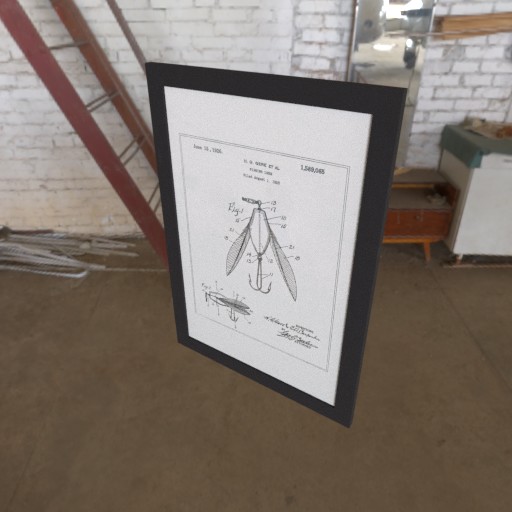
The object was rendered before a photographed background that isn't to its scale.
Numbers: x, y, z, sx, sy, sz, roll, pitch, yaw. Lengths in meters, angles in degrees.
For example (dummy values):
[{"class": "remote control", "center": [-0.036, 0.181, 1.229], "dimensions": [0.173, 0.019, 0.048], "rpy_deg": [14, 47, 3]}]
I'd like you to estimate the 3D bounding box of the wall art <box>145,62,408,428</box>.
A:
[{"class": "wall art", "center": [0.000, 0.000, 0.694], "dimensions": [0.380, 0.534, 0.013], "rpy_deg": [19, 35, 28]}]
